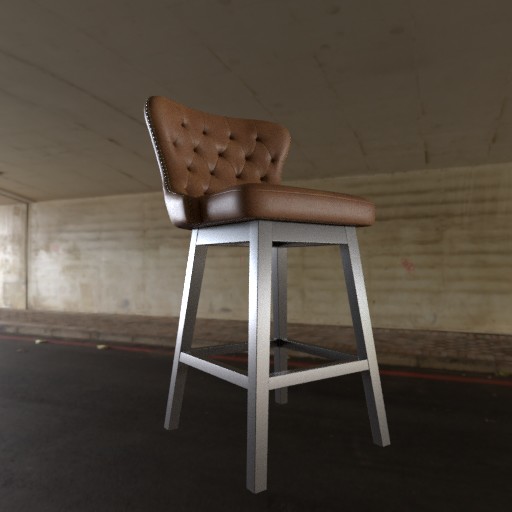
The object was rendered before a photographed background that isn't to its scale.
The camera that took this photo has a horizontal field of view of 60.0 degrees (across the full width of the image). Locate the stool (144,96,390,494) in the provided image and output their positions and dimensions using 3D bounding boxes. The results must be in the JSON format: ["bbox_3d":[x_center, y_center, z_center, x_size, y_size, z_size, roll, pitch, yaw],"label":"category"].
[{"bbox_3d":[0.000,0.000,1.265,0.528,0.971,0.593,1,-1,-35],"label":"stool"}]
